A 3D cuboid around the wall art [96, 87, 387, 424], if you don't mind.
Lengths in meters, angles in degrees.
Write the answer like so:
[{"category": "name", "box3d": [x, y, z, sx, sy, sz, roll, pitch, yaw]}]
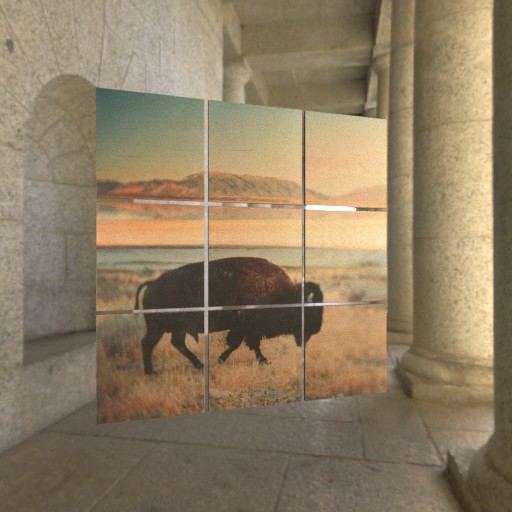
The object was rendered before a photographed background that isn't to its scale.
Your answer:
[{"category": "wall art", "box3d": [0.000, 0.000, 1.799, 1.221, 1.218, 0.019, 0, 0, -18]}]
